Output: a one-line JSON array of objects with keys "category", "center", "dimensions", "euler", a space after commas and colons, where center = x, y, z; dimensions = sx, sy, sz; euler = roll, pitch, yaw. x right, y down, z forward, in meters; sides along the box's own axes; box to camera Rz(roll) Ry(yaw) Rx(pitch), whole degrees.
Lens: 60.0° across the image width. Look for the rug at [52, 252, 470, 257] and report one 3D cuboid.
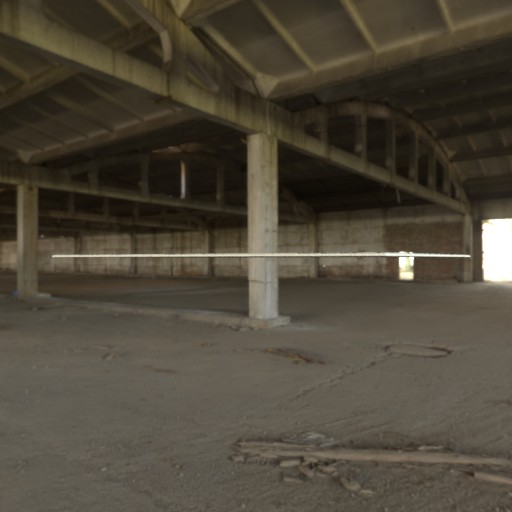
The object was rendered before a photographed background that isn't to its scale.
[{"category": "rug", "center": [0.000, 0.000, 2.321], "dimensions": [1.831, 0.012, 1.213], "euler": [0, 0, 36]}]
